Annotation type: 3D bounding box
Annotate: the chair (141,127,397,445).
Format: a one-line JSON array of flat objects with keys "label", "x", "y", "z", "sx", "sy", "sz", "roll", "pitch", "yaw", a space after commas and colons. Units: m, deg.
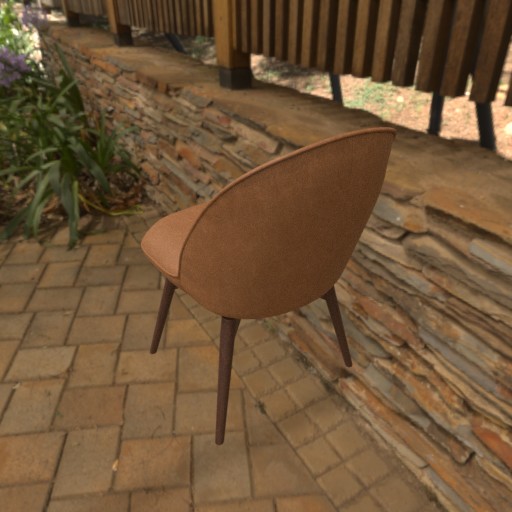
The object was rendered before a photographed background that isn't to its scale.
[{"label": "chair", "x": 0.000, "y": 0.000, "z": 1.241, "sx": 0.521, "sy": 0.831, "sz": 0.631, "roll": -20, "pitch": 36, "yaw": -30}]
